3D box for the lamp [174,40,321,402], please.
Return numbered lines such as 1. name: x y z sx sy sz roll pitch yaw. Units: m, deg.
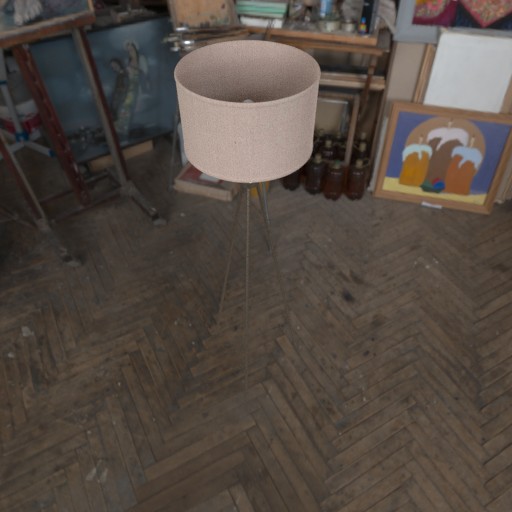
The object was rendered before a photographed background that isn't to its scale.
1. lamp: 0.000 0.000 1.807 0.460 1.545 0.449 -17 49 -15
